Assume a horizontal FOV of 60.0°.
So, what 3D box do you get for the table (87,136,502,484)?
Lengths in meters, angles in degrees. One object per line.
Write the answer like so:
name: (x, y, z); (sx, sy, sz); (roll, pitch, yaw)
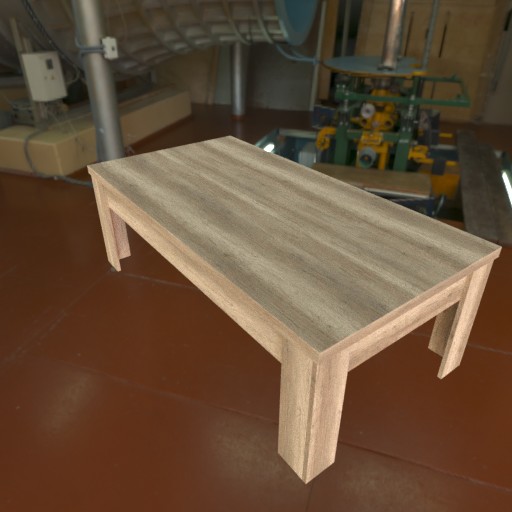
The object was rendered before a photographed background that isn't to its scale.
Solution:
table: (0.000, 0.000, 1.635); (0.700, 0.460, 1.350); (-21, 37, -31)
